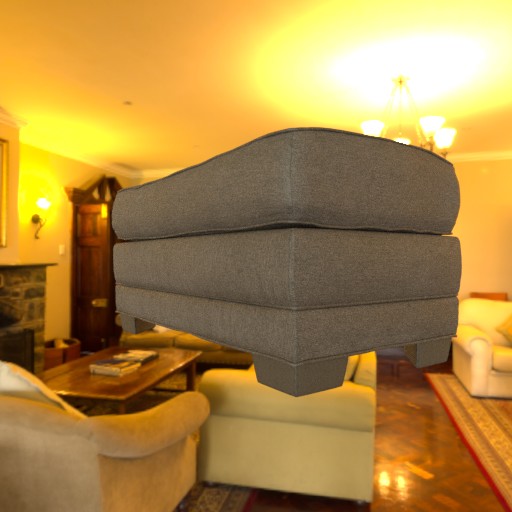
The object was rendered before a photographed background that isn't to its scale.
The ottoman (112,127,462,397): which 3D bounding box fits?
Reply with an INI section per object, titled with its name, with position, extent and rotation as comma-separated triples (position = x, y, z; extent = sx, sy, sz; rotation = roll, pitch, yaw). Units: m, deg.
[ottoman]
position = 0.000, 0.000, 1.134
extent = 0.490, 0.448, 0.864
rotation = 0, 0, -35
